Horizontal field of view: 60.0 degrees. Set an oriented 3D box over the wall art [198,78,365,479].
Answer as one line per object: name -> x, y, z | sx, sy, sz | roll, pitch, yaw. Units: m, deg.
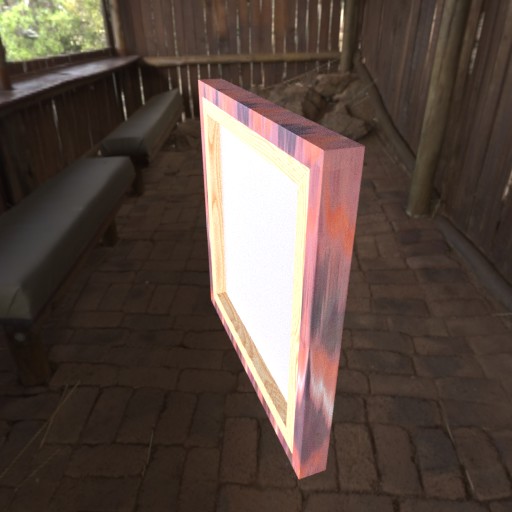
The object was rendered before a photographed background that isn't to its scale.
wall art -> 0.000, 0.000, 0.611 | 0.038, 0.406, 0.403 | -10, 31, -18
